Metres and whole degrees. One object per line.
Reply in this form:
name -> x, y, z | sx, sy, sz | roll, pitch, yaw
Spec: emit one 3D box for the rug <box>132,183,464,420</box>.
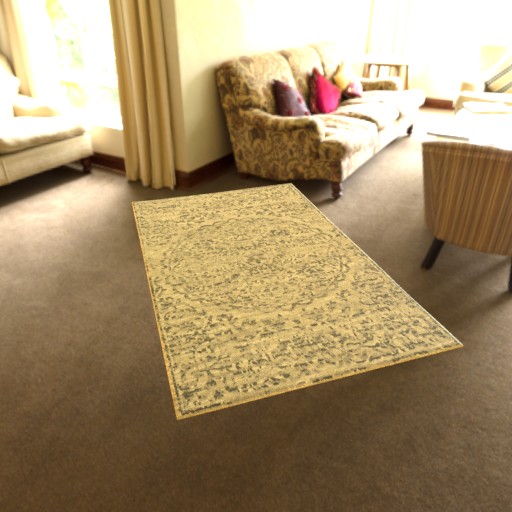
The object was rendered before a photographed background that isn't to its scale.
rug -> 0.000, 0.000, 3.149 | 1.527, 0.021, 2.447 | -9, 32, -15
